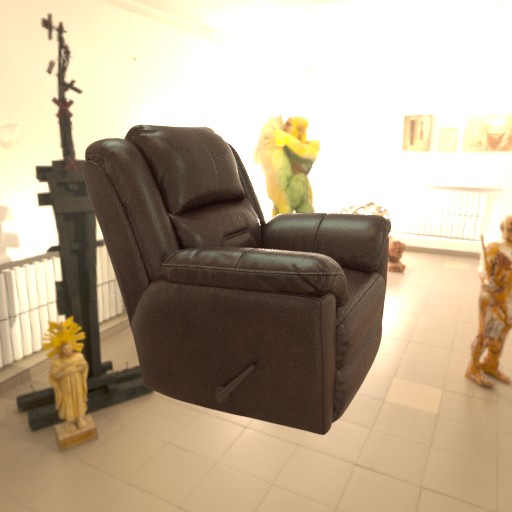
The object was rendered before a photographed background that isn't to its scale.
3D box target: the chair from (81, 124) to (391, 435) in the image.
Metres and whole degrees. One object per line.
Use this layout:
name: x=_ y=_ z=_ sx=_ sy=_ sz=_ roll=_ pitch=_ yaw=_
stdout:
chair: x=0.000 y=0.000 z=1.920 sx=1.041 sy=1.093 sz=0.990 roll=8 pitch=17 yaw=27
